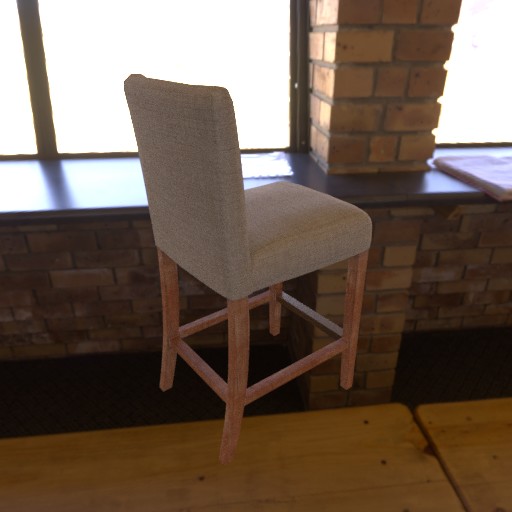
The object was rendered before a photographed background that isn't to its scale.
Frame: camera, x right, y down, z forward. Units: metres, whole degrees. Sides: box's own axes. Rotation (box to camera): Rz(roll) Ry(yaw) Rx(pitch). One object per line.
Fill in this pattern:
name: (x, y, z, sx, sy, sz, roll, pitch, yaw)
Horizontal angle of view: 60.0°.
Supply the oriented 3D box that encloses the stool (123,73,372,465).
stool: (0.000, 0.000, 1.356, 0.567, 1.039, 0.454, -19, 33, -33)
